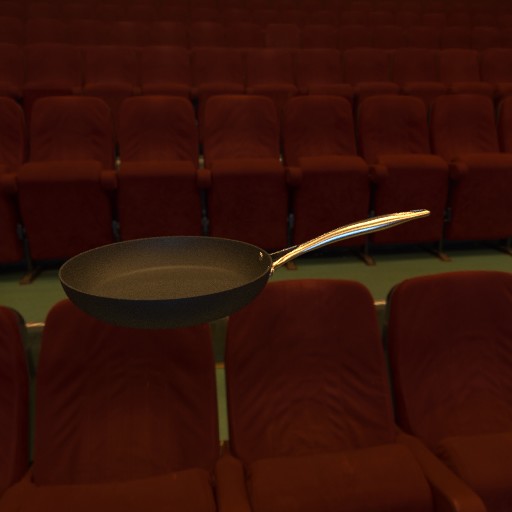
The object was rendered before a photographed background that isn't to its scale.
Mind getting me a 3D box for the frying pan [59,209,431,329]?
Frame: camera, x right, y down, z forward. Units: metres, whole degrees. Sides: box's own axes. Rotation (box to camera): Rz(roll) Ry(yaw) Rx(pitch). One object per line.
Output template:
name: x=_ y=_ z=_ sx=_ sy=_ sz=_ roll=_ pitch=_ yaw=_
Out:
frying pan: x=0.000 y=0.000 z=0.568 sx=0.472 sy=0.105 sz=0.255 roll=-3 pitch=17 yaw=-9
